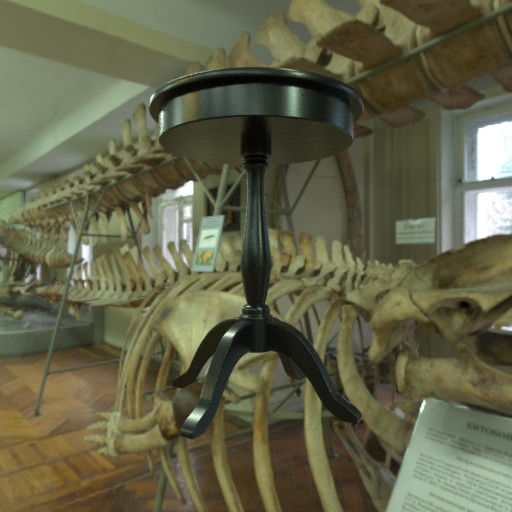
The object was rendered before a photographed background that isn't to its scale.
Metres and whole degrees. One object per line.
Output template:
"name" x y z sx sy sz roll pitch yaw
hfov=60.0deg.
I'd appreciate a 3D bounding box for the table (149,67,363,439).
"table" 0.000 0.000 1.014 0.481 0.665 0.481 0 0 0
